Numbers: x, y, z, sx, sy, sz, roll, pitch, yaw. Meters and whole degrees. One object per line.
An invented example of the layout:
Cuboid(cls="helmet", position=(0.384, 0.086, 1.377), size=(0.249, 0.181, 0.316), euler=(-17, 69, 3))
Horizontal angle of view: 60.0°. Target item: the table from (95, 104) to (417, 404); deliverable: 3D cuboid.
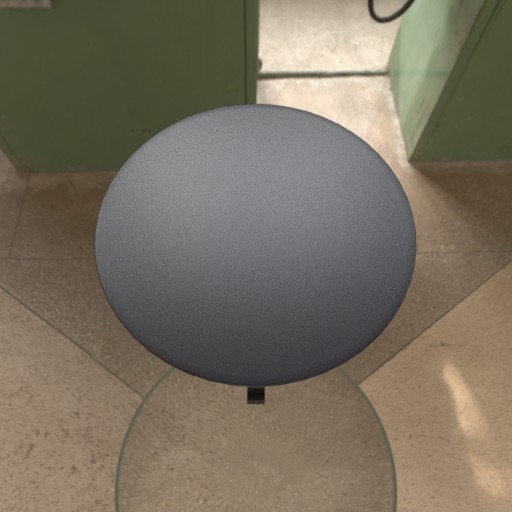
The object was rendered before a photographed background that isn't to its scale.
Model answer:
Cuboid(cls="table", position=(0.000, 0.000, 1.644), size=(1.029, 0.491, 1.029), euler=(0, 64, 0))
